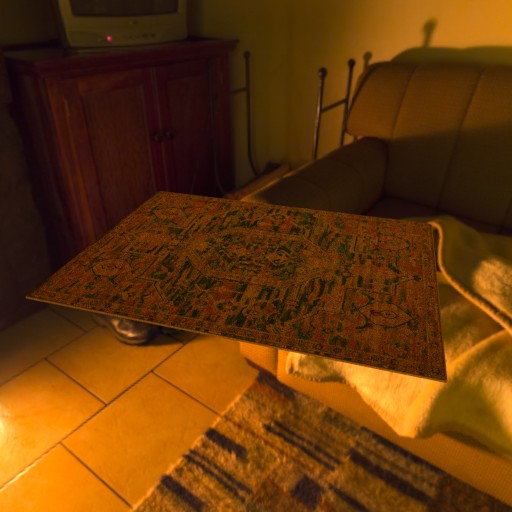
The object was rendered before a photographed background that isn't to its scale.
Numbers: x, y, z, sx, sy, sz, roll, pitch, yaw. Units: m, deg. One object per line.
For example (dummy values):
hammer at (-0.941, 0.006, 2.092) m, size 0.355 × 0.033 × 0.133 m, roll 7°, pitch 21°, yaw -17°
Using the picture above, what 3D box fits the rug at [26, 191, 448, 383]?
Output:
rug at (0.000, 0.000, 2.845) m, size 2.204 × 0.024 × 1.588 m, roll 9°, pitch 32°, yaw 14°
